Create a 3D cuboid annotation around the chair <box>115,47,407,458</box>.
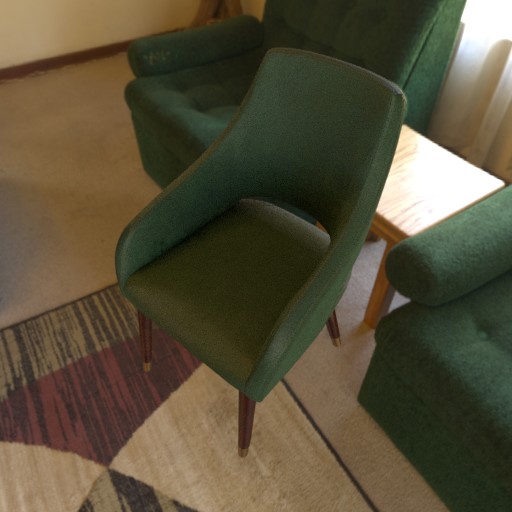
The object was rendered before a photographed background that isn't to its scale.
[{"bbox_3d":[0.000,0.000,1.510,0.683,1.081,0.794,32,54,26],"label":"chair"}]
